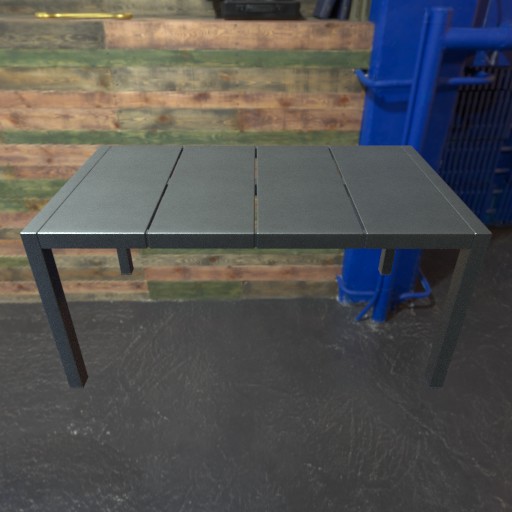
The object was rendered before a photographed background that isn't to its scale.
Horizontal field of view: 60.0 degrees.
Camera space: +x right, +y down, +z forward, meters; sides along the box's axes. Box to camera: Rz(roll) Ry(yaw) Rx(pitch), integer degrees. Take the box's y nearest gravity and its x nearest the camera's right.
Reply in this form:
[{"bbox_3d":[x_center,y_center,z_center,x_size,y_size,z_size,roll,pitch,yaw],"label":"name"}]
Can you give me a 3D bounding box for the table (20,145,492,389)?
[{"bbox_3d":[0.000,0.000,1.260,0.965,0.460,0.559,0,32,0],"label":"table"}]
